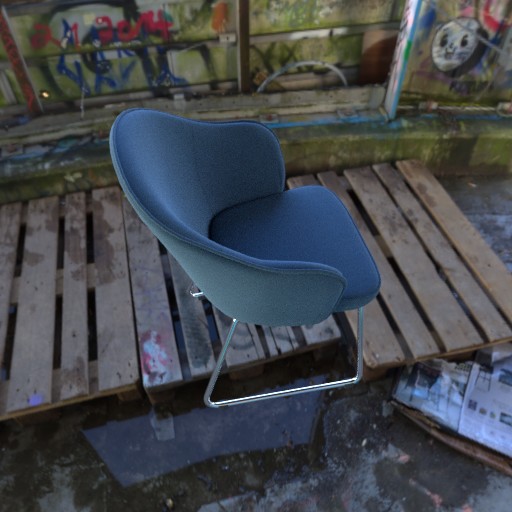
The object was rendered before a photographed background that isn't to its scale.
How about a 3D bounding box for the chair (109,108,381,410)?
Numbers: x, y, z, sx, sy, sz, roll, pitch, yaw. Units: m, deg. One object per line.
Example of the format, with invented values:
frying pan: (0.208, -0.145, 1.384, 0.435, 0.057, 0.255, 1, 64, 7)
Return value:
chair: (0.000, 0.000, 1.199, 0.585, 0.815, 0.570, -10, 48, -9)
